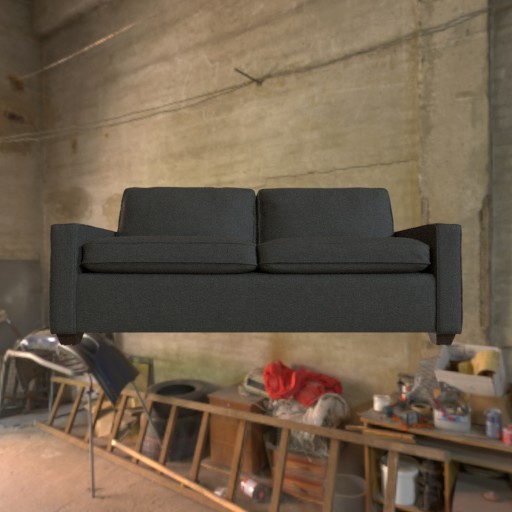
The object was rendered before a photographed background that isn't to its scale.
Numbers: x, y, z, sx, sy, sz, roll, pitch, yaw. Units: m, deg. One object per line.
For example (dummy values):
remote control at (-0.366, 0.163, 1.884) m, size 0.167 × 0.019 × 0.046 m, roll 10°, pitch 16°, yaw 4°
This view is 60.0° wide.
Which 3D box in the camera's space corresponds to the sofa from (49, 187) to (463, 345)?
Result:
sofa at (0.000, 0.000, 2.627) m, size 2.080 × 0.919 × 0.940 m, roll 0°, pitch -1°, yaw 0°
